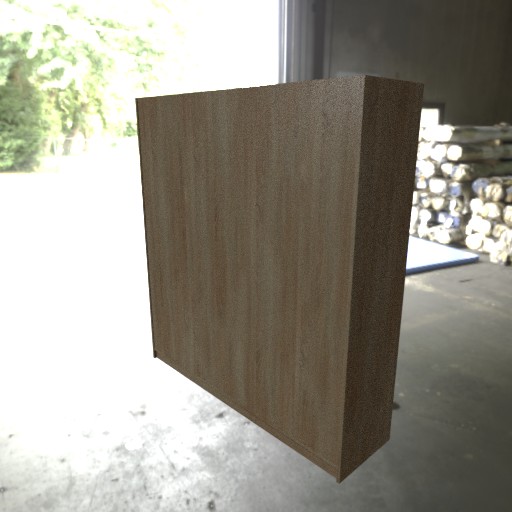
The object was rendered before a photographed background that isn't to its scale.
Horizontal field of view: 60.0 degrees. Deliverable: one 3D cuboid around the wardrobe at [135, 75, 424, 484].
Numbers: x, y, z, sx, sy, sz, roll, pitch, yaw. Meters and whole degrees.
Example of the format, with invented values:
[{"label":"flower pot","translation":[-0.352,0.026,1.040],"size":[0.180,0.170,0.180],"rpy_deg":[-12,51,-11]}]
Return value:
[{"label":"wardrobe","translation":[0.000,0.000,3.106],"size":[0.598,2.159,1.998],"rpy_deg":[-15,21,-42]}]
